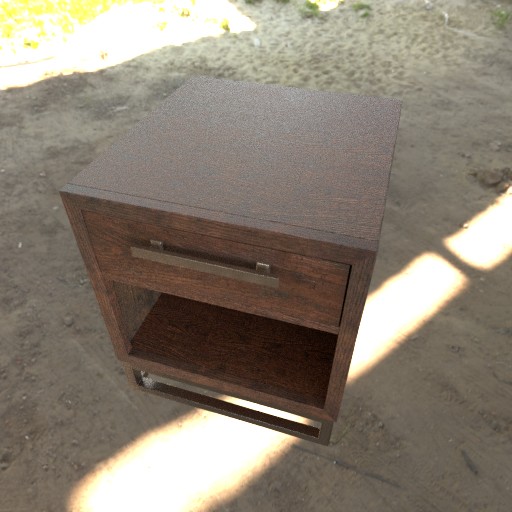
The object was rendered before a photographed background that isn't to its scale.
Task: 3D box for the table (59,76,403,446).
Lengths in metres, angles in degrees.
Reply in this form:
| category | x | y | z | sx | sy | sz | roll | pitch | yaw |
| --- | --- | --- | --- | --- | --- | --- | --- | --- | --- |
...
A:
| category | x | y | z | sx | sy | sz | roll | pitch | yaw |
| --- | --- | --- | --- | --- | --- | --- | --- | --- | --- |
| table | 0.000 | 0.000 | 1.033 | 0.506 | 0.582 | 0.566 | 12 | 43 | 13 |
